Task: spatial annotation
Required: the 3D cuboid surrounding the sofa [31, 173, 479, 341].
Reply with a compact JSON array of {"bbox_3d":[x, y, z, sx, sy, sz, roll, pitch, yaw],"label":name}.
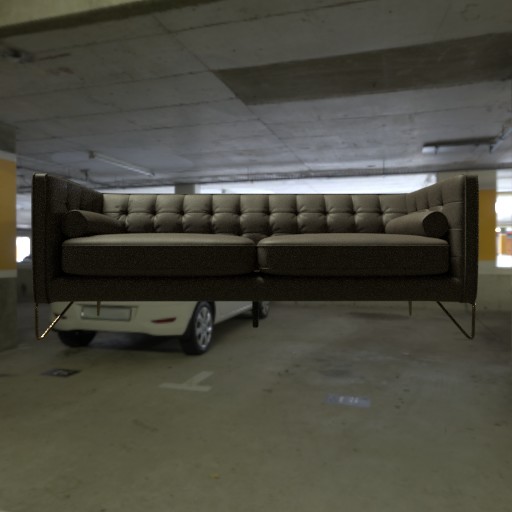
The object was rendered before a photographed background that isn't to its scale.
[{"bbox_3d":[0.000,0.000,2.450,2.087,0.789,0.867,0,1,-1],"label":"sofa"}]
